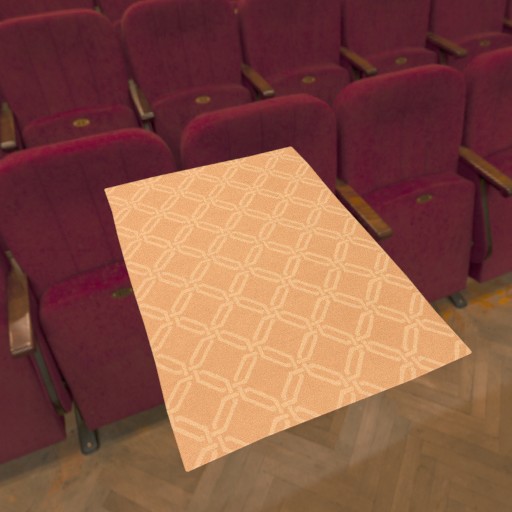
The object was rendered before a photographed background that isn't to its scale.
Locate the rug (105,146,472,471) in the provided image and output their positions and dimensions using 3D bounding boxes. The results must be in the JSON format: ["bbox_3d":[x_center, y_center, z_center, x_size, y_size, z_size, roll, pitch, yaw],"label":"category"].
[{"bbox_3d":[0.000,0.000,2.740,1.524,0.013,2.135,-16,47,-16],"label":"rug"}]
